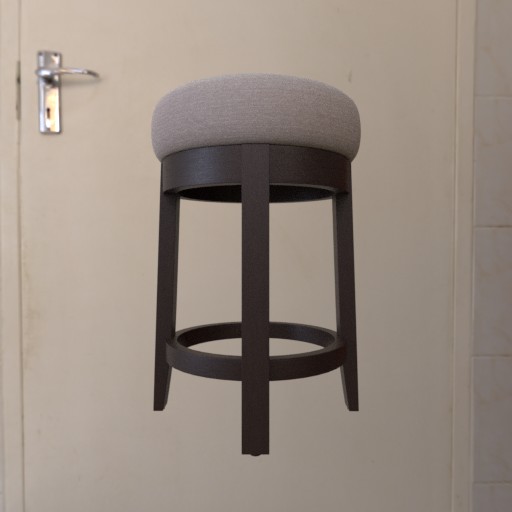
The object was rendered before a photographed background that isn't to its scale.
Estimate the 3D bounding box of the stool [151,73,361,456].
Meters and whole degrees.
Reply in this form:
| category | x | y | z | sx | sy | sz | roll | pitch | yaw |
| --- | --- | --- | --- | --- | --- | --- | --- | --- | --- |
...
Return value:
| category | x | y | z | sx | sy | sz | roll | pitch | yaw |
| --- | --- | --- | --- | --- | --- | --- | --- | --- | --- |
| stool | 0.000 | 0.000 | 0.967 | 0.443 | 0.672 | 0.443 | 0 | 1 | 0 |
